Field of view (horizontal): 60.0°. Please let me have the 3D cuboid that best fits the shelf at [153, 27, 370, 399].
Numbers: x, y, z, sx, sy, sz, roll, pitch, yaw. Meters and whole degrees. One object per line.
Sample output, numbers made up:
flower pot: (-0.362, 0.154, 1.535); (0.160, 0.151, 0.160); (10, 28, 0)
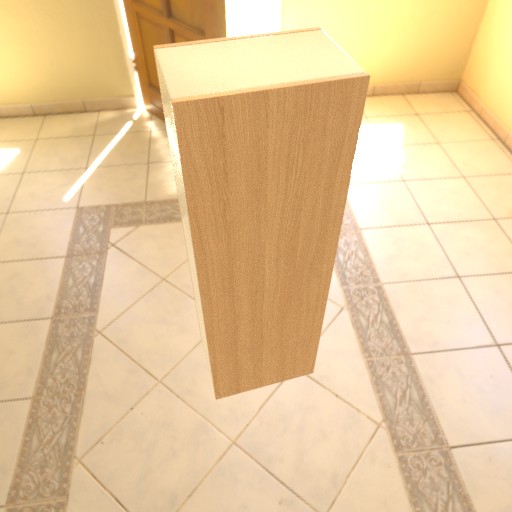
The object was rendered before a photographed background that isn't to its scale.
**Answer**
shelf: (0.000, 0.000, 1.002); (0.290, 0.882, 0.197); (-12, 48, -11)
